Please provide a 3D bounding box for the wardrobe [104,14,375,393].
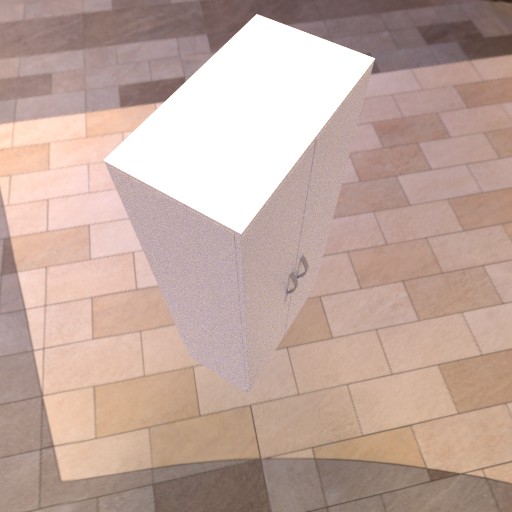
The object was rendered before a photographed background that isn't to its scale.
[{"bbox_3d":[0.000,0.000,2.001,0.470,1.700,0.760,29,64,15],"label":"wardrobe"}]
